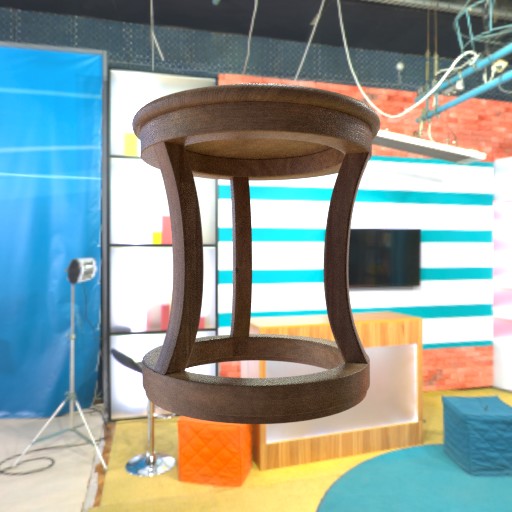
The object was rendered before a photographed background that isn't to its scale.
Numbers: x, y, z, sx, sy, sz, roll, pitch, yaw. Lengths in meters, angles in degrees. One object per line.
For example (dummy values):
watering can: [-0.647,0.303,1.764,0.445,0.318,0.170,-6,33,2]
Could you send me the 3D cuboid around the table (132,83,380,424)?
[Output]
table: [0.000,0.000,0.800,0.432,0.460,0.432,0,0,0]
